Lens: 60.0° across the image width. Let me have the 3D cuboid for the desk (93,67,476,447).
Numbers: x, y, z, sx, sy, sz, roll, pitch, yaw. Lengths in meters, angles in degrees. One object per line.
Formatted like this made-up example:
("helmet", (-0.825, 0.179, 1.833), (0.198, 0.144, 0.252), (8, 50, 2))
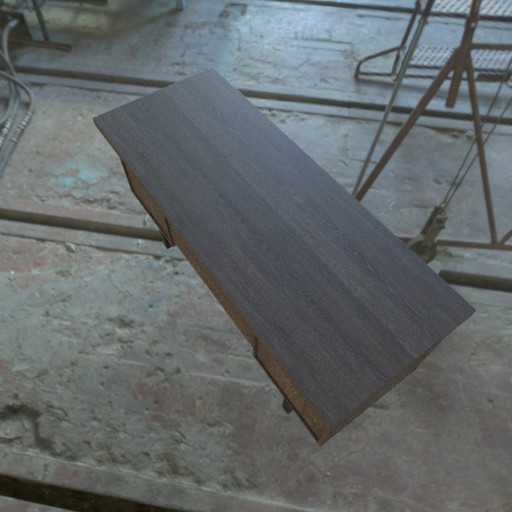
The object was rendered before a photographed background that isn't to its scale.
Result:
("desk", (0.000, 0.000, 1.940), (0.600, 0.760, 1.524), (-31, 62, -18))
